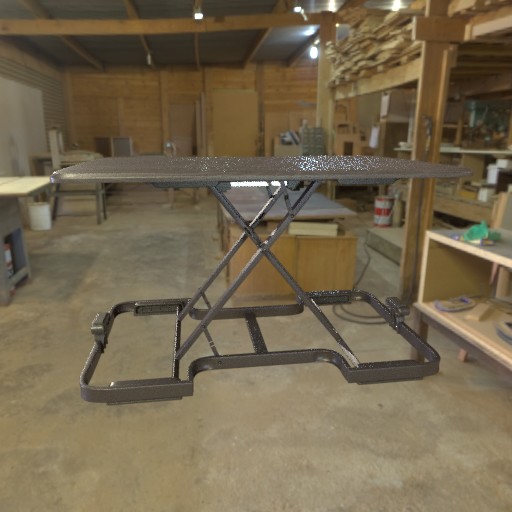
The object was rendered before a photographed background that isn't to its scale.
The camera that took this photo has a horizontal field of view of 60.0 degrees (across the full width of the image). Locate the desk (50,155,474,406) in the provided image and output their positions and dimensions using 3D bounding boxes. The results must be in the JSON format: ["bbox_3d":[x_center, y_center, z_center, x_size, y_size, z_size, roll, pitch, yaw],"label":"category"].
[{"bbox_3d":[0.000,0.000,1.127,0.820,0.470,0.546,-2,16,-8],"label":"desk"}]
